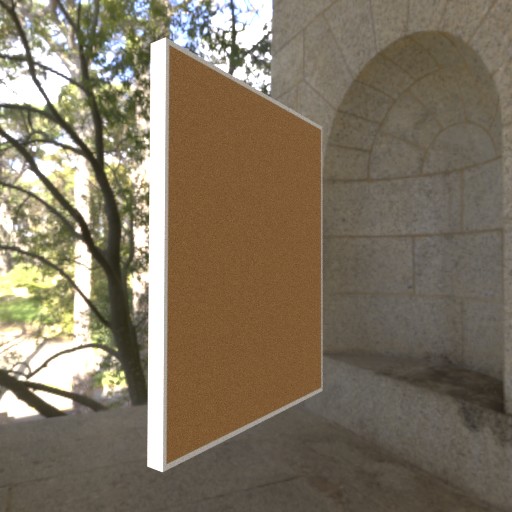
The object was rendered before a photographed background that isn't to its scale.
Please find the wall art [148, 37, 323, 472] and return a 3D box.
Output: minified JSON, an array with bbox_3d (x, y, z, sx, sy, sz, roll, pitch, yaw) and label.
[{"bbox_3d":[0.000,0.000,0.748,0.030,0.549,0.443,-1,-2,35],"label":"wall art"}]
